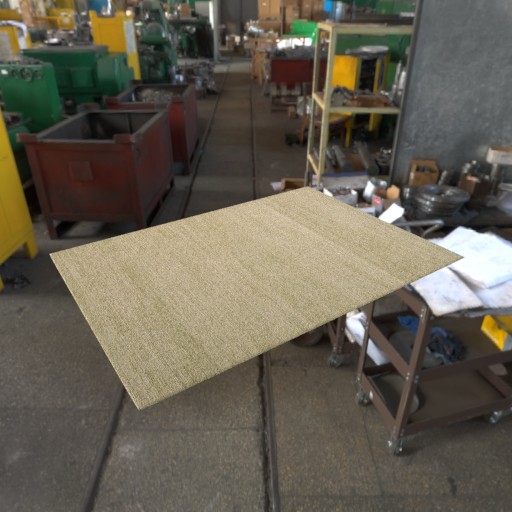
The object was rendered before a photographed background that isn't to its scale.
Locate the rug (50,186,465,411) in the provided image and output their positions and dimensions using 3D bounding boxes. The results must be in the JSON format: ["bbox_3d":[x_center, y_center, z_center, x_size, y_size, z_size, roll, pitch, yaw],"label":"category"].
[{"bbox_3d":[0.000,0.000,5.136,3.935,0.025,2.782,-19,34,-29],"label":"rug"}]
